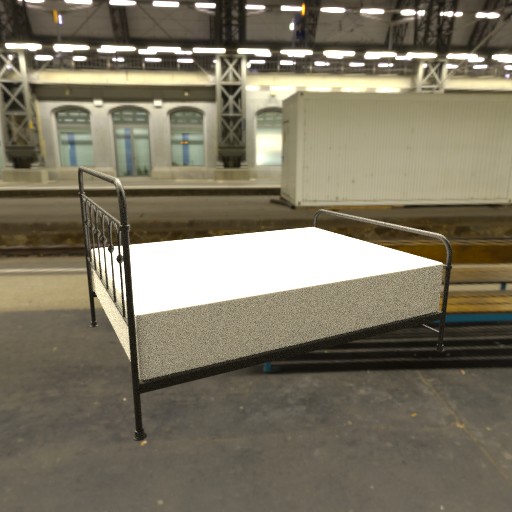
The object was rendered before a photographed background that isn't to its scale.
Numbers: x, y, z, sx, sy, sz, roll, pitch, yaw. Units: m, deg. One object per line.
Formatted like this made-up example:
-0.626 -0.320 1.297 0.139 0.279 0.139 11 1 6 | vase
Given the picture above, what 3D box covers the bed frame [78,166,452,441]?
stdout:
0.000 0.000 3.234 2.203 1.276 1.664 -7 16 -26 | bed frame
